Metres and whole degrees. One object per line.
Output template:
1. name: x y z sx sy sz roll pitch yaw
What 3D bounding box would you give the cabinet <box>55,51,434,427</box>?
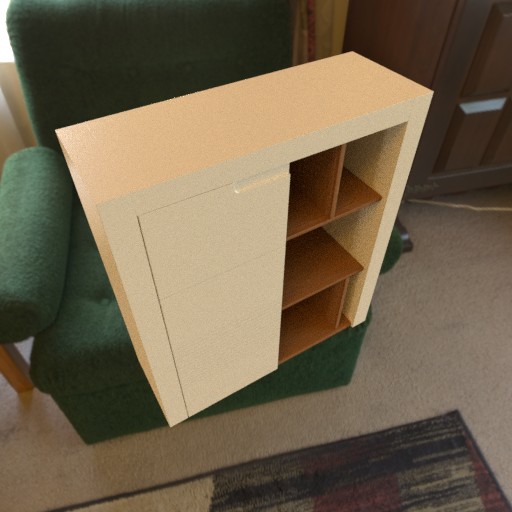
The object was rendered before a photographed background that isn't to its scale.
1. cabinet: 0.000 0.000 1.620 0.990 1.150 0.348 -23 50 -21
